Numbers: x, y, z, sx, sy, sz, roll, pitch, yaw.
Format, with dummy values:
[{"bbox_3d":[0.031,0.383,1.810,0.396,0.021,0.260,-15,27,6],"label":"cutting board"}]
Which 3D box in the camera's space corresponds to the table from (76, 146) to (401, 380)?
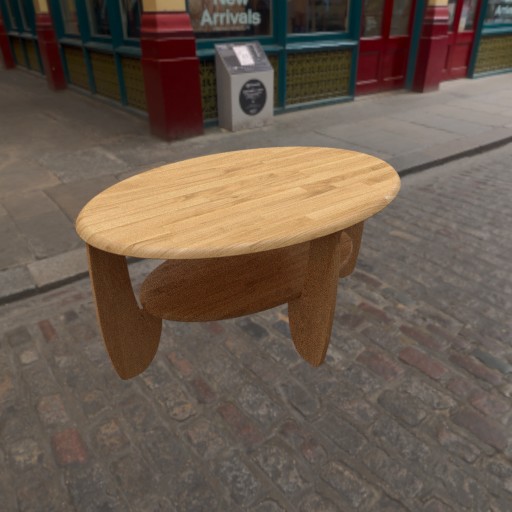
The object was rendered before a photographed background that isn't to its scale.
[{"bbox_3d":[0.000,0.000,1.429,1.040,0.490,0.690,-21,35,-32],"label":"table"}]
